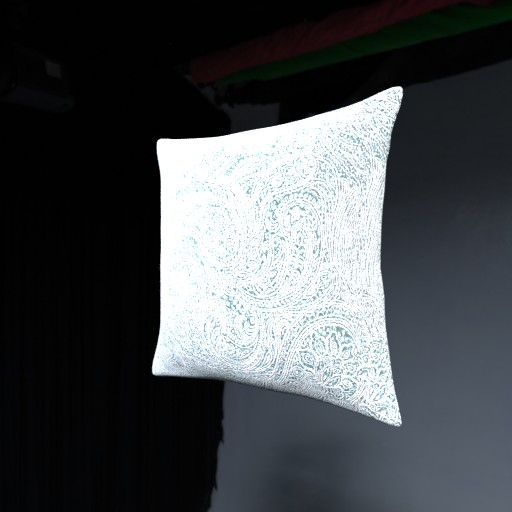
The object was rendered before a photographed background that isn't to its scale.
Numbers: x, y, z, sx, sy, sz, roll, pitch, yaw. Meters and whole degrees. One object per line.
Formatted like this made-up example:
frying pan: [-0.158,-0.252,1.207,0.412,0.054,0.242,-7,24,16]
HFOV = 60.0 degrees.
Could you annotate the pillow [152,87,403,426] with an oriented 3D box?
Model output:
pillow: [0.000,0.000,0.807,0.526,0.507,0.166,0,-1,34]
